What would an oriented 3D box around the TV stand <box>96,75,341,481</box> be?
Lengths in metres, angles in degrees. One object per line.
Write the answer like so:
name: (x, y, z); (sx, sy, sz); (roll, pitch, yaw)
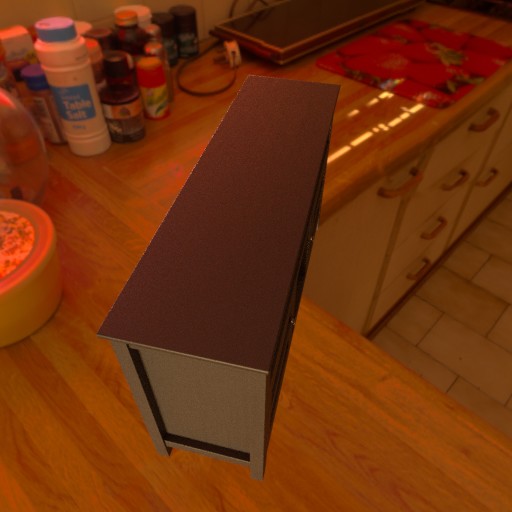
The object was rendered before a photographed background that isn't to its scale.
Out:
TV stand: (0.000, 0.000, 1.479); (0.347, 0.681, 1.198); (10, 47, 10)
